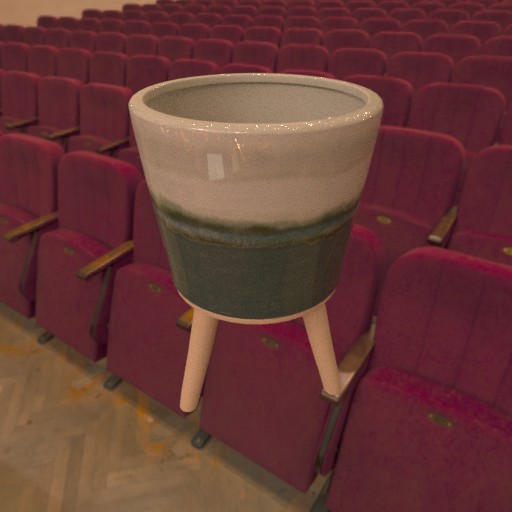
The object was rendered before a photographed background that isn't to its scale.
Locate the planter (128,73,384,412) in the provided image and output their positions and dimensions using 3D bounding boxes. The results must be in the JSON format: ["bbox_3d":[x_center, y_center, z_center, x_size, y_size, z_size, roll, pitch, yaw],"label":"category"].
[{"bbox_3d":[0.000,0.000,0.471,0.217,0.331,0.217,20,37,29],"label":"planter"}]
